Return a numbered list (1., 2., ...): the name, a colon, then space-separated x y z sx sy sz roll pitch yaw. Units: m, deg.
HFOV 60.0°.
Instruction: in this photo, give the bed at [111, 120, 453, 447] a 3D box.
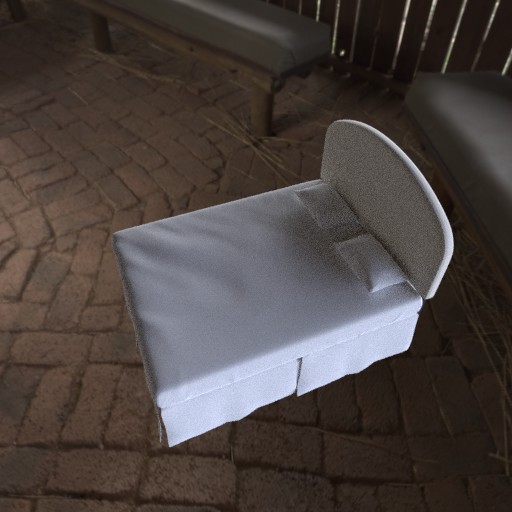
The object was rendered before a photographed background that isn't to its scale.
1. bed: 0.000 0.000 3.205 2.005 1.410 1.607 -17 49 -15
